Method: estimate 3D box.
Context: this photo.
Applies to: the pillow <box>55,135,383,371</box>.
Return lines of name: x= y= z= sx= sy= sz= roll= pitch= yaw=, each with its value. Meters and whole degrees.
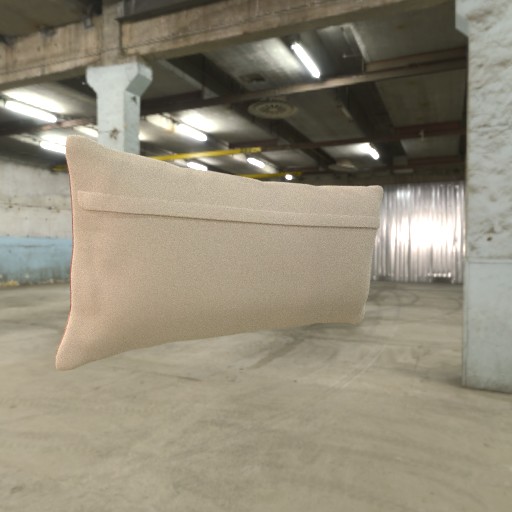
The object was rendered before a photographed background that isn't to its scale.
pillow: x=0.000 y=0.000 z=0.730 sx=0.609 sy=0.292 sz=0.155 roll=0 pitch=0 yaw=-38
